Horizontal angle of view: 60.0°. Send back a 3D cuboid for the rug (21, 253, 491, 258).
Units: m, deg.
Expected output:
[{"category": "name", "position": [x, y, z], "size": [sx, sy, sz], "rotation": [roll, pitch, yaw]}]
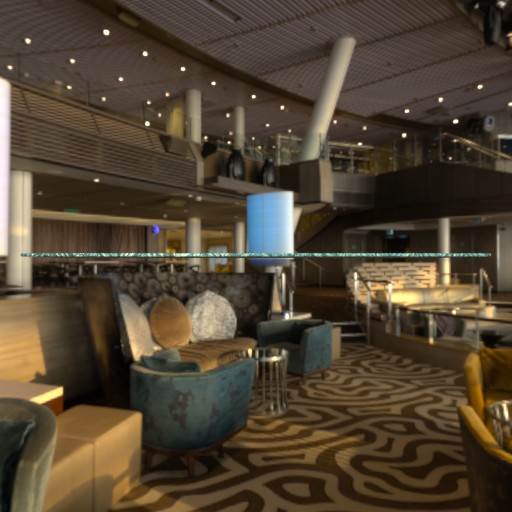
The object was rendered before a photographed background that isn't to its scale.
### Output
[{"category": "rug", "position": [0.000, 0.000, 2.487], "size": [2.286, 0.016, 0.676], "rotation": [0, -1, 0]}]
